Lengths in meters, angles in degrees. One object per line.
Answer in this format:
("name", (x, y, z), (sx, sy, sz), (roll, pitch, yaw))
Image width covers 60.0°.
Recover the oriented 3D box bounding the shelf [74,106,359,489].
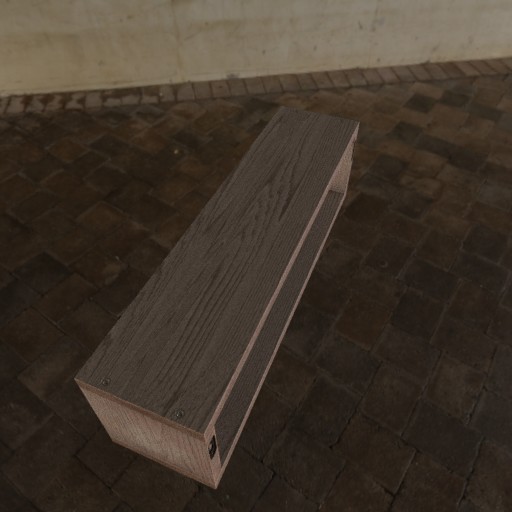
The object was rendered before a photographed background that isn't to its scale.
("shelf", (0.000, 0.000, 0.690), (0.150, 0.170, 0.610), (17, 49, 15))
